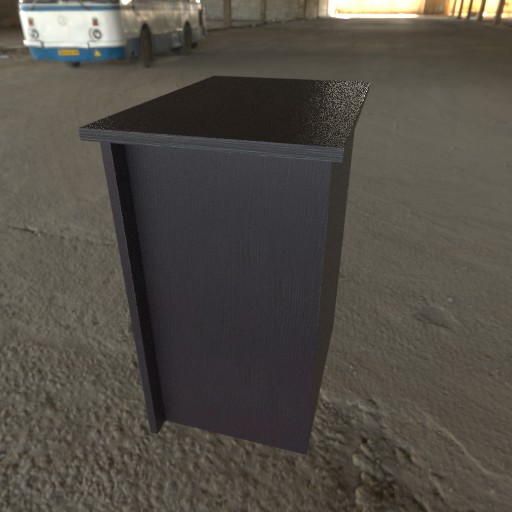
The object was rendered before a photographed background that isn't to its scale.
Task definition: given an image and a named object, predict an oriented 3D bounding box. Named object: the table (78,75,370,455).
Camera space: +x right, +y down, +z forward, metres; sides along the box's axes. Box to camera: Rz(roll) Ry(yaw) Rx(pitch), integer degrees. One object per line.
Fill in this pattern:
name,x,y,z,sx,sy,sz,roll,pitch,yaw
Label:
table,0.000,0.000,1.052,0.408,0.711,0.589,8,31,14
